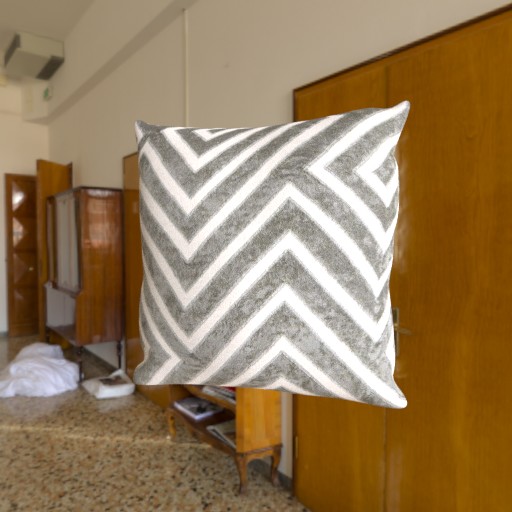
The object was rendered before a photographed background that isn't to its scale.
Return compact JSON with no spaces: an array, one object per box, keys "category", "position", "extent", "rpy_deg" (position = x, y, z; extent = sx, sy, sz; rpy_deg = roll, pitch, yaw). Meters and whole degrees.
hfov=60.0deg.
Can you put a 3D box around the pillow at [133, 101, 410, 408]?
[{"category":"pillow","position":[0.000,0.000,0.674],"extent":[0.440,0.441,0.182],"rpy_deg":[1,2,17]}]
